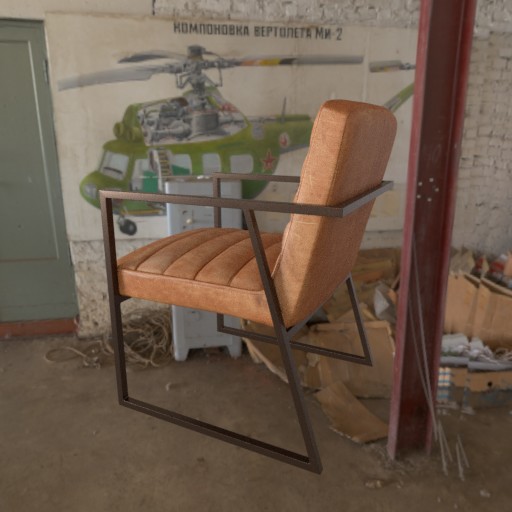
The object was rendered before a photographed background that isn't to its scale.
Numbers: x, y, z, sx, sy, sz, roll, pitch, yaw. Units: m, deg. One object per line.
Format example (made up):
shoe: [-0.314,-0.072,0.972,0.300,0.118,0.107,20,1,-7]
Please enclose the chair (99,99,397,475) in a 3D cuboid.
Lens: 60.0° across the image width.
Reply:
chair: [0.000,0.000,1.290,0.677,0.832,0.571,8,18,26]
